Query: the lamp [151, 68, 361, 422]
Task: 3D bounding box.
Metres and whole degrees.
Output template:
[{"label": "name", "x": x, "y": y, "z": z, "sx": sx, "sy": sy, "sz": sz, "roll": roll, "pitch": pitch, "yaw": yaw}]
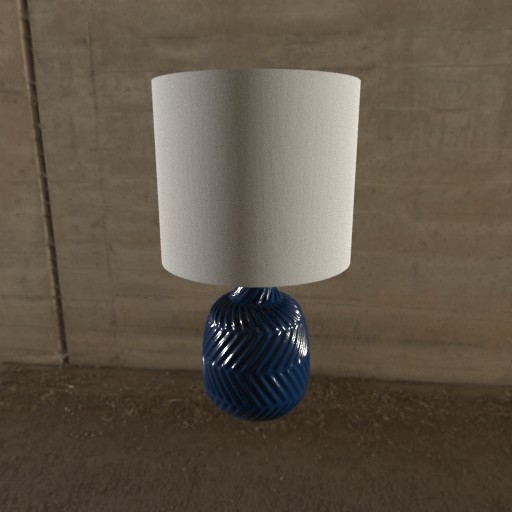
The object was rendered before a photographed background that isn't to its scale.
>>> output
[{"label": "lamp", "x": 0.000, "y": 0.000, "z": 0.488, "sx": 0.203, "sy": 0.368, "sz": 0.203, "roll": -8, "pitch": 17, "yaw": -27}]
